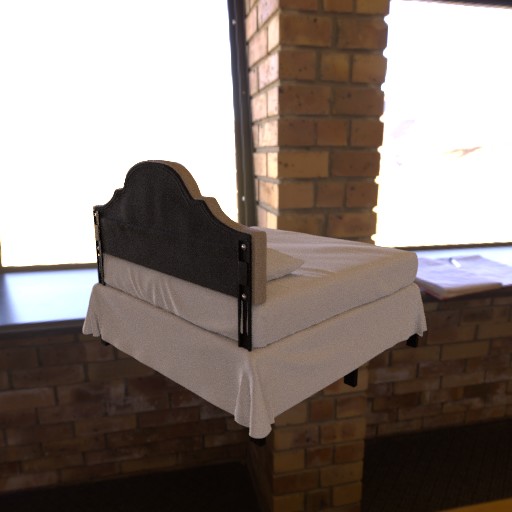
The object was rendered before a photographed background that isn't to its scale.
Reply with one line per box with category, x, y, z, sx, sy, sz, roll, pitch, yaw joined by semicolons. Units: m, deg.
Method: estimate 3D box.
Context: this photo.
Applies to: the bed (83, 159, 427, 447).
bed;0.000;0.000;3.780;2.222;1.631;2.303;-13;18;-43
